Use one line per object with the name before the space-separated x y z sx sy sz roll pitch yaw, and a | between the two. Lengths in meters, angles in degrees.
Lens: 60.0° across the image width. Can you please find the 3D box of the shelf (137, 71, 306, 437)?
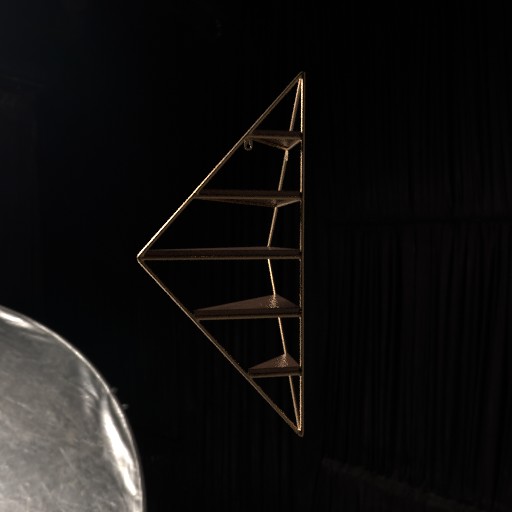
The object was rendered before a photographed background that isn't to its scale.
shelf | 0.000 0.000 1.189 0.294 0.913 0.564 2 3 35
